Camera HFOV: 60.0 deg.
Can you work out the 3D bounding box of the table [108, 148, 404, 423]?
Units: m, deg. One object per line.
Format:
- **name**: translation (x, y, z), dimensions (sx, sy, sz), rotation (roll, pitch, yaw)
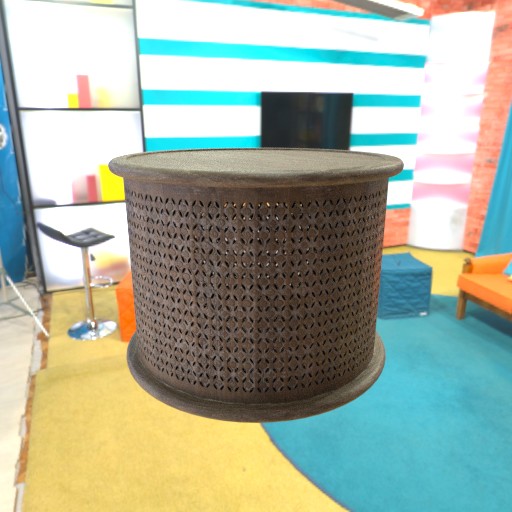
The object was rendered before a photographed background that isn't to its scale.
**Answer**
- **table**: translation (0.000, 0.000, 1.017), dimensions (0.607, 0.450, 0.607), rotation (0, 17, 0)
